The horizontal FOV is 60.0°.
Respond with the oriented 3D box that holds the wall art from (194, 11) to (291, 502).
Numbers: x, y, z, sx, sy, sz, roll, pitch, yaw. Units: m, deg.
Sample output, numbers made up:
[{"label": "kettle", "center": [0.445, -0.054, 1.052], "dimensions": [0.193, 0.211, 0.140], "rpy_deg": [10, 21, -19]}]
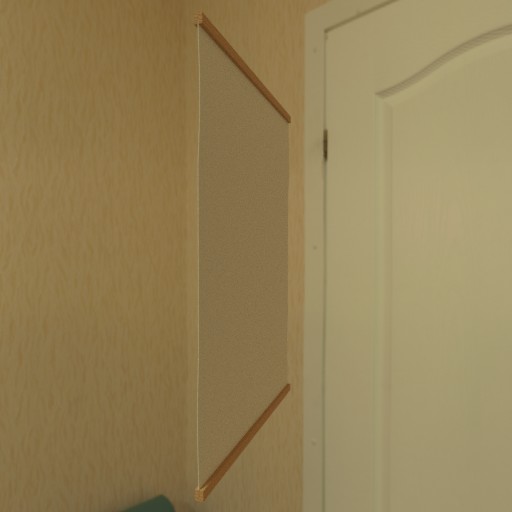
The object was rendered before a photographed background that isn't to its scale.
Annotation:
[{"label": "wall art", "center": [0.000, 0.000, 0.767], "dimensions": [0.011, 0.605, 0.458], "rpy_deg": [0, 1, 18]}]
